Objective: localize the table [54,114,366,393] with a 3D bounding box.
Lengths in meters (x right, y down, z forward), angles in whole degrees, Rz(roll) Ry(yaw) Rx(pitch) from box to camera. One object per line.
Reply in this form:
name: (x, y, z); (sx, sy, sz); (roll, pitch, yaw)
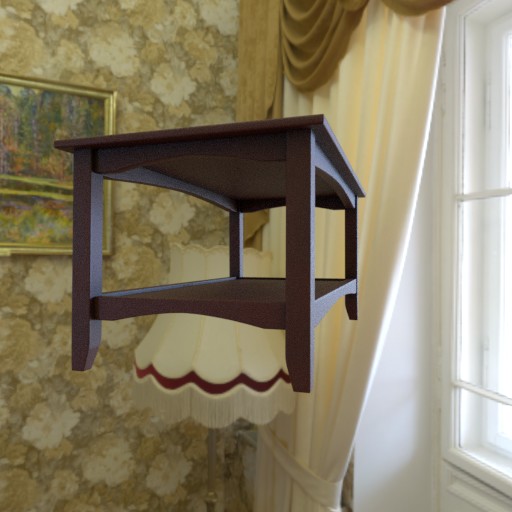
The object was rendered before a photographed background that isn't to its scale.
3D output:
table: (0.000, 0.000, 1.237); (0.533, 0.456, 0.943); (0, 0, 18)
